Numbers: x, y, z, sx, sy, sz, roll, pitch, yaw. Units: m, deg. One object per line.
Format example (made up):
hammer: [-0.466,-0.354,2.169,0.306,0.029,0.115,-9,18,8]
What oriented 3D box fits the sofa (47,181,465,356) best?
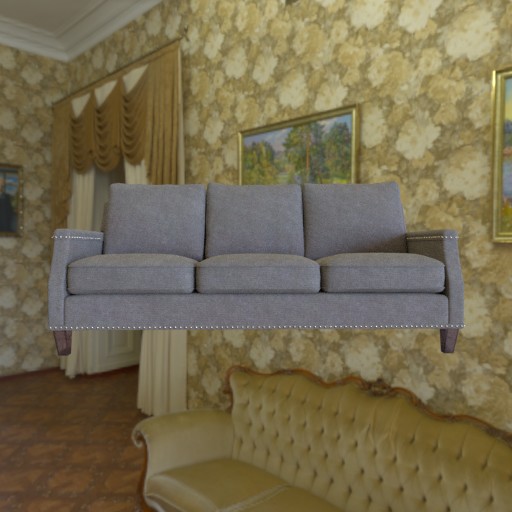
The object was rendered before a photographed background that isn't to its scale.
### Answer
sofa: [0.000,0.000,2.823,2.226,1.042,1.034,0,1,-1]
